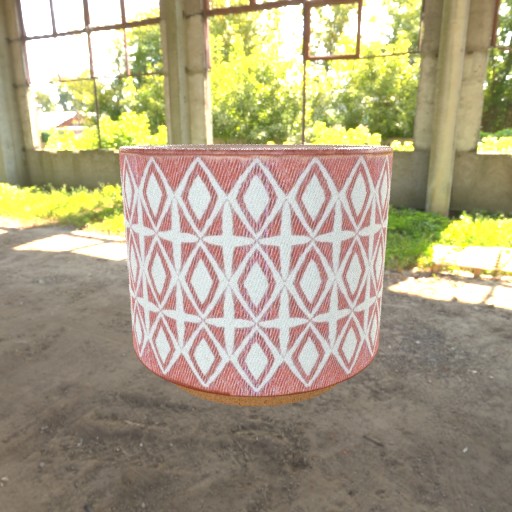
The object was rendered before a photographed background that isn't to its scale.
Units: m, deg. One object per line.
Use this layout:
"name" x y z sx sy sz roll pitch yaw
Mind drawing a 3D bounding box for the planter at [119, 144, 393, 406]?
"planter" 0.000 0.000 0.490 0.273 0.237 0.273 0 15 0
